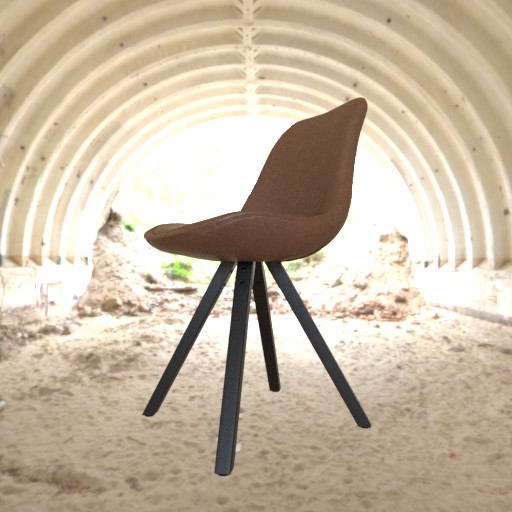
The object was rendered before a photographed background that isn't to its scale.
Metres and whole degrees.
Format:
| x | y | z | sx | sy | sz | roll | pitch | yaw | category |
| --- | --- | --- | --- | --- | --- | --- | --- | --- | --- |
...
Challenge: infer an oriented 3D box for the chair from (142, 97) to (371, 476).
| x | y | z | sx | sy | sz | roll | pitch | yaw | category |
| --- | --- | --- | --- | --- | --- | --- | --- | --- | --- |
| 0.000 | 0.000 | 1.146 | 0.550 | 0.850 | 0.475 | 0 | -1 | -34 | chair |
